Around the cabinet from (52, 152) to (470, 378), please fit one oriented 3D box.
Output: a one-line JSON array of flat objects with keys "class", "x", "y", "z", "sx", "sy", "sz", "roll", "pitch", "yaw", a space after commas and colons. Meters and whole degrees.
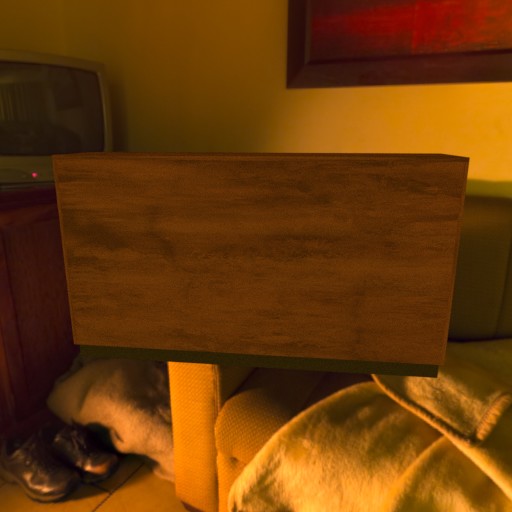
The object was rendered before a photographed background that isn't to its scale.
[{"class": "cabinet", "x": 0.000, "y": 0.000, "z": 2.006, "sx": 1.600, "sy": 0.900, "sz": 0.420, "roll": 2, "pitch": 15, "yaw": 7}]
